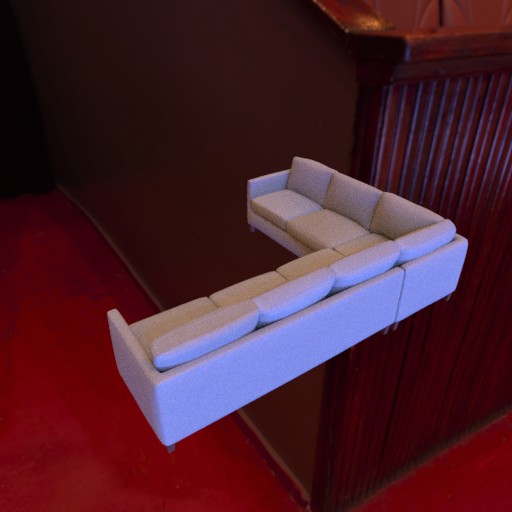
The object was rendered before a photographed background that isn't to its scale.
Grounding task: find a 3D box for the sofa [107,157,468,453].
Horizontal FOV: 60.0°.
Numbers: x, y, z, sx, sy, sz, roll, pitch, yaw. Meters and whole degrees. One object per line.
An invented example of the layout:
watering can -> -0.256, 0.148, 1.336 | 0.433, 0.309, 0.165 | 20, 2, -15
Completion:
sofa -> 0.000, 0.000, 4.514 | 3.301, 0.947, 2.592 | -19, 36, -29
